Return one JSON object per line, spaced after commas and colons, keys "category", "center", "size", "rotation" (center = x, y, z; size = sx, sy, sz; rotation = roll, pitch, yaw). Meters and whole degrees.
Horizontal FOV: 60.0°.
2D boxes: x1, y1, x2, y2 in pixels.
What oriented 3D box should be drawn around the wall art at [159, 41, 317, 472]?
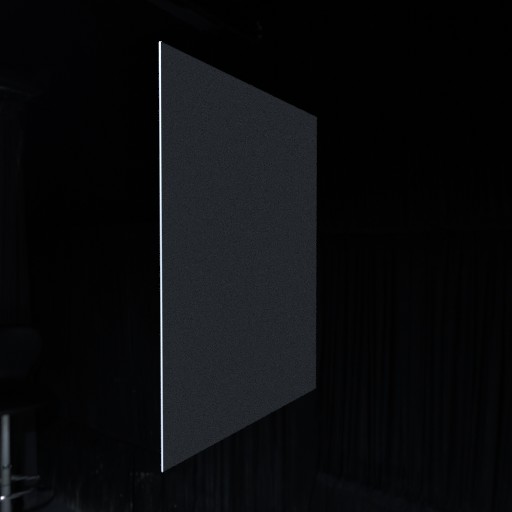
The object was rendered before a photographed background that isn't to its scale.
{"category": "wall art", "center": [0.000, 0.000, 0.813], "size": [0.003, 0.609, 0.457], "rotation": [1, 2, 36]}
